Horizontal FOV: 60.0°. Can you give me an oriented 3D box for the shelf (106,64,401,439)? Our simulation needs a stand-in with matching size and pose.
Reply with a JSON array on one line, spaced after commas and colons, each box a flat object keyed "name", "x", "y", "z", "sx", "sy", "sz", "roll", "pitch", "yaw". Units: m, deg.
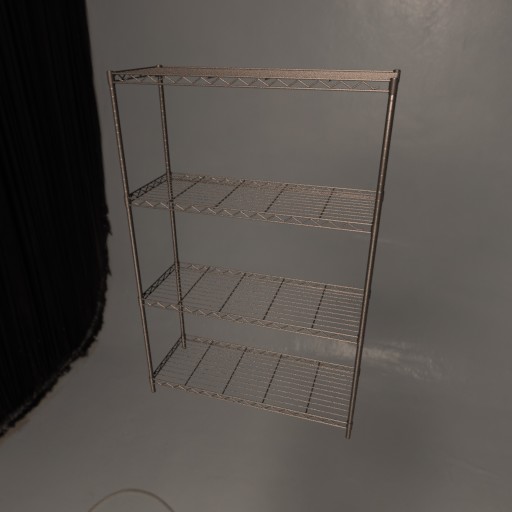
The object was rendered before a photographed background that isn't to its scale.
[{"name": "shelf", "x": 0.000, "y": 0.000, "z": 1.755, "sx": 0.907, "sy": 1.361, "sz": 0.352, "roll": 8, "pitch": 28, "yaw": 15}]
